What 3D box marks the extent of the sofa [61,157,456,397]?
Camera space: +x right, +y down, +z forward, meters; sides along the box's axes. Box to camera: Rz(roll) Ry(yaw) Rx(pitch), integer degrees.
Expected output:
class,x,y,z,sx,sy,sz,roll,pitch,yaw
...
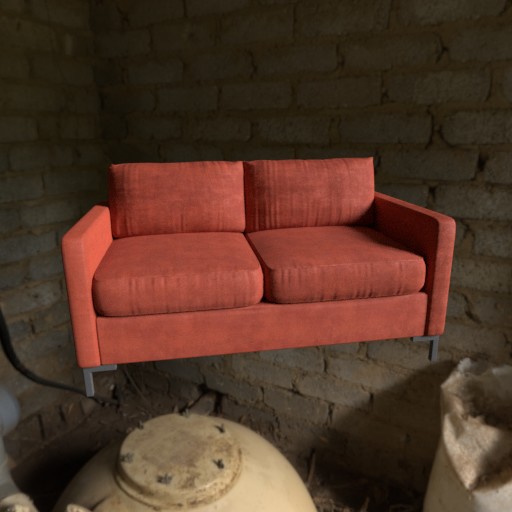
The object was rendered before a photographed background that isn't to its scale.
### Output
class,x,y,z,sx,sy,sz,roll,pitch,yaw
sofa,0.000,0.000,2.153,1.574,0.896,0.864,-3,16,-9
